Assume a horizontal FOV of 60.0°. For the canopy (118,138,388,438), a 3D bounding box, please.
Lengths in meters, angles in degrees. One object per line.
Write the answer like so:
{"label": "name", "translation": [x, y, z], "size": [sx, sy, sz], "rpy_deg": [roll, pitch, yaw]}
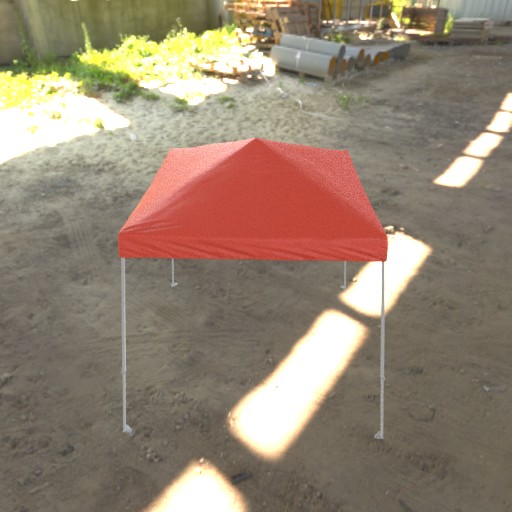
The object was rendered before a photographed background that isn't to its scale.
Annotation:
{"label": "canopy", "translation": [0.000, 0.000, 5.311], "size": [2.850, 2.850, 2.849], "rpy_deg": [1, 31, 1]}
